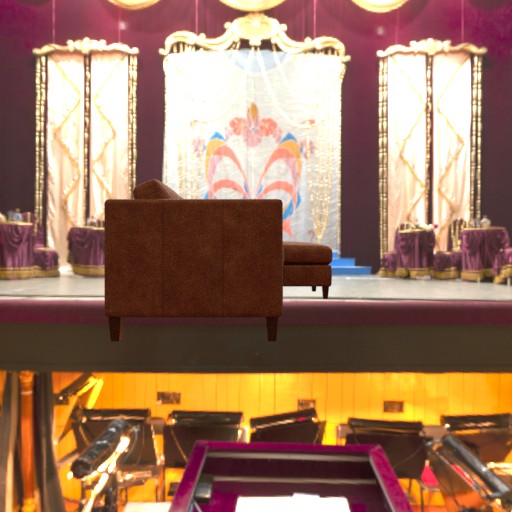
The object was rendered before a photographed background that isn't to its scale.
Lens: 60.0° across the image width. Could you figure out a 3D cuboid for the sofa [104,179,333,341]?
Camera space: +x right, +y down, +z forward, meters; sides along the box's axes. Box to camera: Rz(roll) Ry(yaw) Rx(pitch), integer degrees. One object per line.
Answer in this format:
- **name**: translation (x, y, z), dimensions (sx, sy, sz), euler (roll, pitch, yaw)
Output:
- **sofa**: translation (0.000, 0.000, 3.896), dimensions (1.581, 0.883, 3.203), euler (0, 0, 0)
